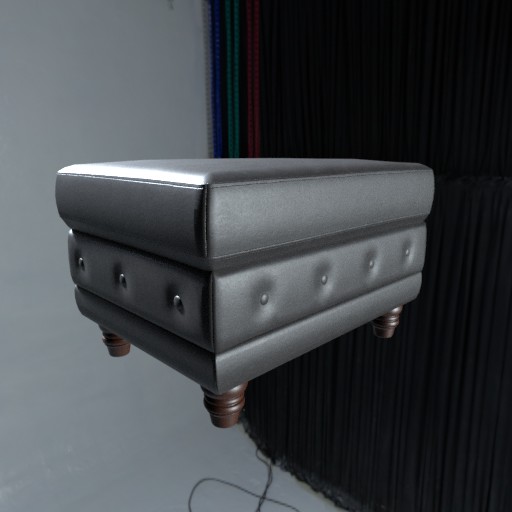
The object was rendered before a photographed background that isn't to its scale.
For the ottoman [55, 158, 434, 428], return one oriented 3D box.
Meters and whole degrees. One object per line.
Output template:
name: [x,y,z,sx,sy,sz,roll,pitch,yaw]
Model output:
ottoman: [0.000,0.000,1.165,0.795,0.498,0.590,-13,18,-43]
